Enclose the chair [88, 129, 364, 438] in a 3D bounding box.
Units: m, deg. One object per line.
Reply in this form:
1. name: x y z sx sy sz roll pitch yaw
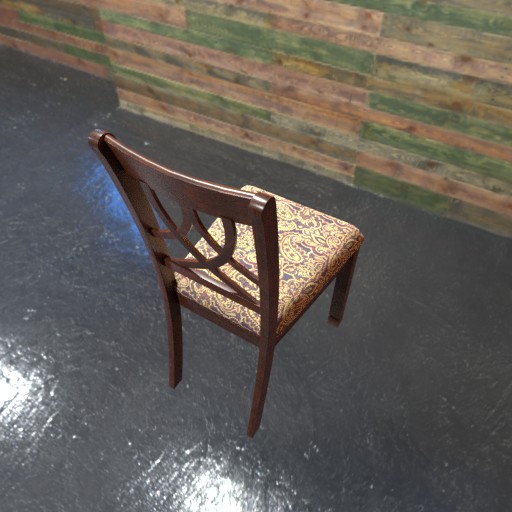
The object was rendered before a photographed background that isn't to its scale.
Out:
1. chair: 0.000 0.000 1.278 0.457 0.965 0.584 24 51 21
